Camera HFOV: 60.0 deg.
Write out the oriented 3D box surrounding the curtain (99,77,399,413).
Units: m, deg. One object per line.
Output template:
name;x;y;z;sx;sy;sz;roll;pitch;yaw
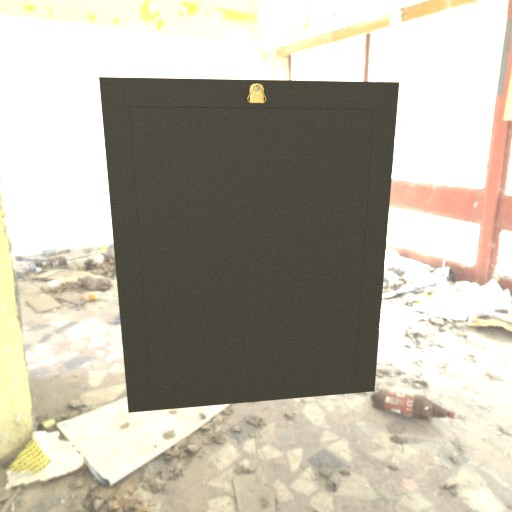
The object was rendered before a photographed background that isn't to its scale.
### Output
curtain;0.000;0.000;0.788;0.483;0.585;0.027;-2;16;-8
